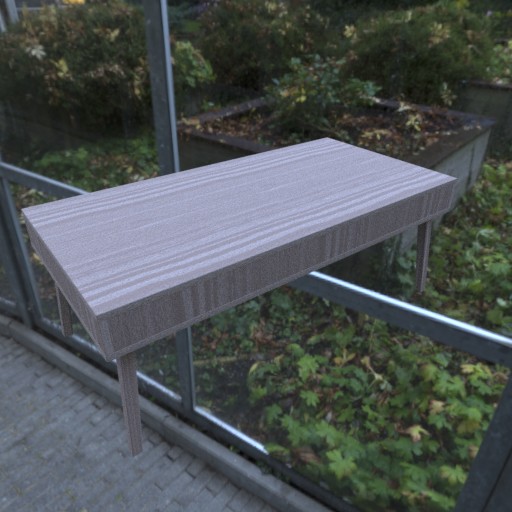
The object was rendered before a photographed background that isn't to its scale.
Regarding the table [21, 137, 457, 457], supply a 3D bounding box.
[{"bbox_3d":[0.000,0.000,1.462,1.200,0.450,0.600,-21,36,-31],"label":"table"}]
